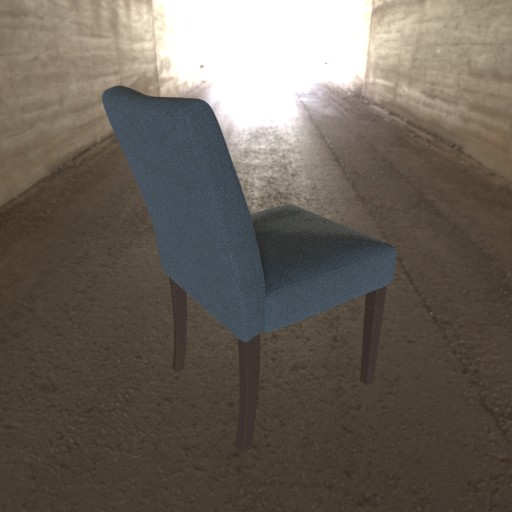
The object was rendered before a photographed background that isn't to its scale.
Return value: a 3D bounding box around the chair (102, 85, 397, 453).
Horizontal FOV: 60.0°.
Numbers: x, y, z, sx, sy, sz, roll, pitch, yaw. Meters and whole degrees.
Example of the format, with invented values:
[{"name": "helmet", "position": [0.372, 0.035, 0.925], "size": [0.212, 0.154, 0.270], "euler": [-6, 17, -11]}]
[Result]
[{"name": "chair", "position": [0.000, 0.000, 1.225], "size": [0.629, 0.882, 0.487], "euler": [-16, 30, -31]}]
